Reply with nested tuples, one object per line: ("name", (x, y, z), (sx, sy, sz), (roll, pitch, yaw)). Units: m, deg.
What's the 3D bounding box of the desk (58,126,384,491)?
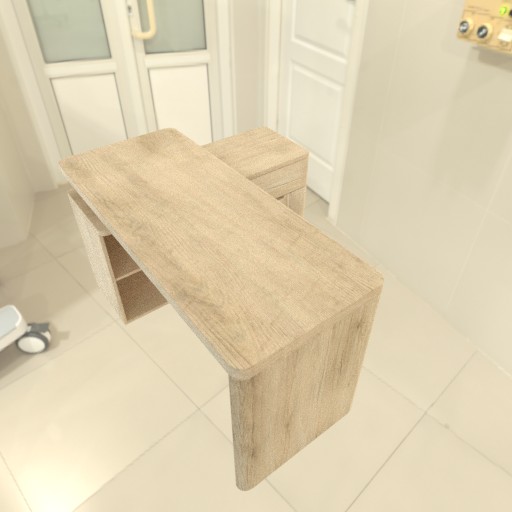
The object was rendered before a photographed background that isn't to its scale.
("desk", (0.000, 0.000, 2.063), (1.175, 0.770, 1.400), (-26, 47, -27))
